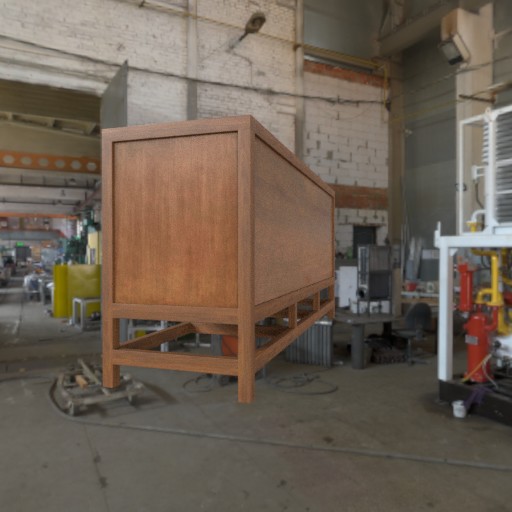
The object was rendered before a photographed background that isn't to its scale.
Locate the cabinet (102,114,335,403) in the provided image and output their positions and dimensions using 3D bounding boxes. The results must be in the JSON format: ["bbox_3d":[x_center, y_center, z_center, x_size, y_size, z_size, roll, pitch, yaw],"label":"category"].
[{"bbox_3d":[0.000,0.000,2.148,0.522,0.820,1.708,0,1,18],"label":"cabinet"}]
